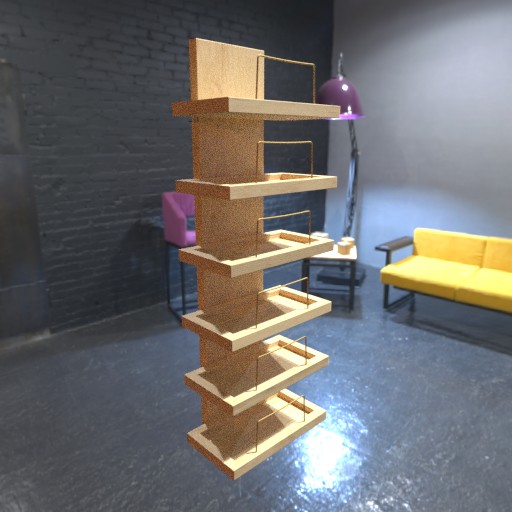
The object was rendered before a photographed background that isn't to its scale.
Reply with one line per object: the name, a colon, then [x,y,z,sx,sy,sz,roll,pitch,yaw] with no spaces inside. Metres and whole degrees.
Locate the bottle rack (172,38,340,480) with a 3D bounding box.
bottle rack: [0.000,0.000,1.053,0.330,0.943,0.206,-13,20,-42]
